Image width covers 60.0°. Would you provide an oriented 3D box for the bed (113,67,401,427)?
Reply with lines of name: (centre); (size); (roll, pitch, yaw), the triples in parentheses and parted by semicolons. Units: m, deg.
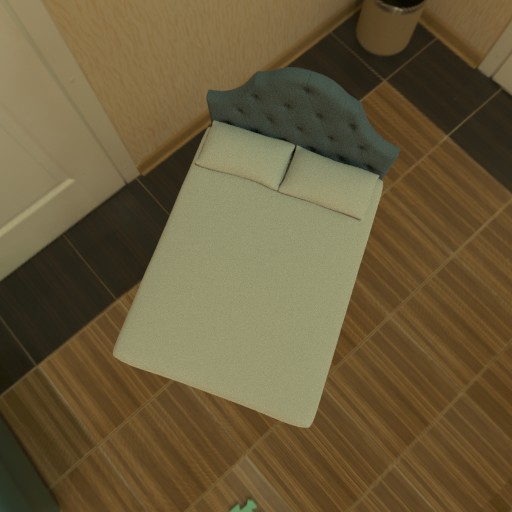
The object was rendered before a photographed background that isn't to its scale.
bed: (0.000, 0.000, 3.320); (1.636, 1.575, 2.155); (19, 76, 5)
